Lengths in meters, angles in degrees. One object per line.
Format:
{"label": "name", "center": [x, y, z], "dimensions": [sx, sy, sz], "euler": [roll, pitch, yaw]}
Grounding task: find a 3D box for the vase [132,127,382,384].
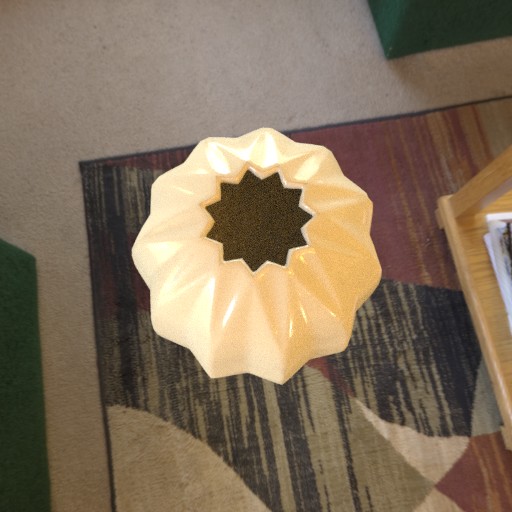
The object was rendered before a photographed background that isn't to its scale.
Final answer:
{"label": "vase", "center": [0.000, 0.000, 0.250], "dimensions": [0.139, 0.134, 0.139], "euler": [0, 76, 0]}
